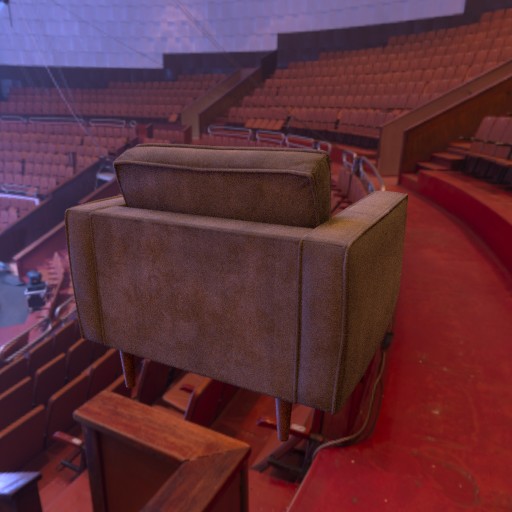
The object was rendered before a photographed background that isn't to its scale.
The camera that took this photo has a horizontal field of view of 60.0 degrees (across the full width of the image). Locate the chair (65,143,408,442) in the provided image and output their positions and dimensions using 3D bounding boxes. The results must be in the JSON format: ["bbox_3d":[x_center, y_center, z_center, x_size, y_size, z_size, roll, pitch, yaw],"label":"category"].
[{"bbox_3d":[0.000,0.000,1.549,0.928,0.773,0.843,9,19,26],"label":"chair"}]
